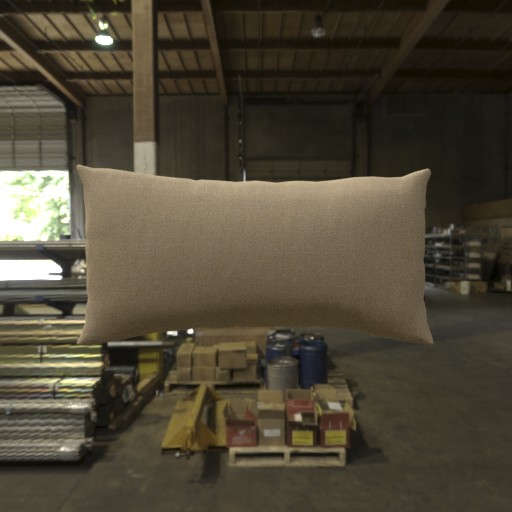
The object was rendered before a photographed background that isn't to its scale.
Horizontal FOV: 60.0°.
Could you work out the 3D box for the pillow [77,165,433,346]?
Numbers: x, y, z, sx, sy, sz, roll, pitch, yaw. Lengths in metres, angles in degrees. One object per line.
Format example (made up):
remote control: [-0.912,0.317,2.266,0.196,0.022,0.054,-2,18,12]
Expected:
pillow: [0.000,0.000,0.757,0.612,0.308,0.148,0,2,-1]
